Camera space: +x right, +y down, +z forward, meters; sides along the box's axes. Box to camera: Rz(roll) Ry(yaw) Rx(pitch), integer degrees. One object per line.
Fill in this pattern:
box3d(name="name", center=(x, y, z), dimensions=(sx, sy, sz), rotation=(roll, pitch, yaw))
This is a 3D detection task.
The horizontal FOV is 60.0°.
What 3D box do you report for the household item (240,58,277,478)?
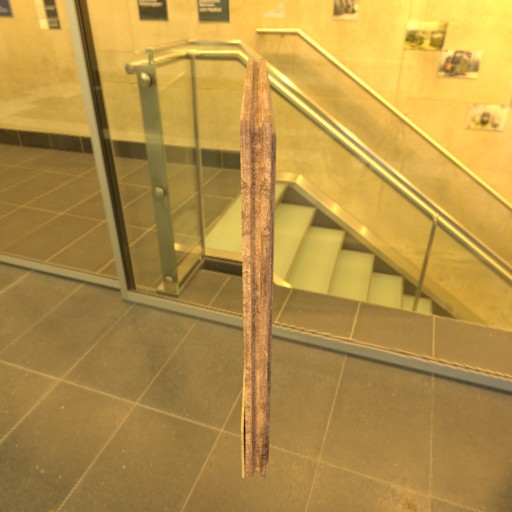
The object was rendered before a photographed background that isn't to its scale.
box3d(name="household item", center=(0.000, 0.000, 0.316), dimensions=(0.018, 0.237, 0.186), rotation=(0, 31, 0))
